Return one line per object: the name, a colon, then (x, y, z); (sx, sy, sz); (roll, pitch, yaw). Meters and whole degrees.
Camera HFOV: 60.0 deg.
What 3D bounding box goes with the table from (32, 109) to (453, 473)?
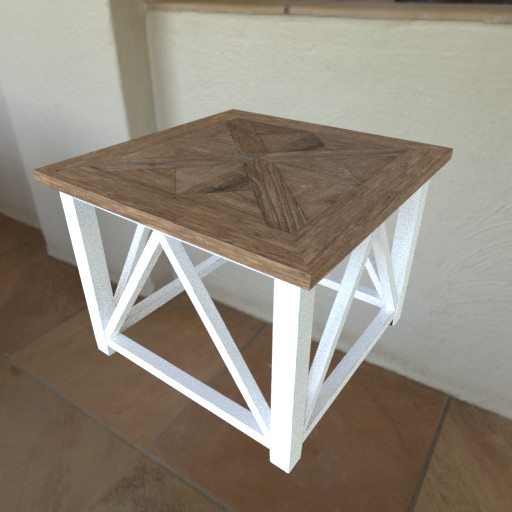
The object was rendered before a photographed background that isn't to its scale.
table: (0.000, 0.000, 1.170); (0.700, 0.532, 0.700); (21, 37, 30)
